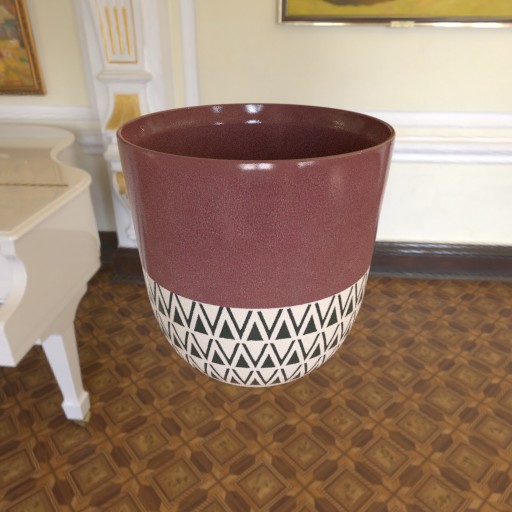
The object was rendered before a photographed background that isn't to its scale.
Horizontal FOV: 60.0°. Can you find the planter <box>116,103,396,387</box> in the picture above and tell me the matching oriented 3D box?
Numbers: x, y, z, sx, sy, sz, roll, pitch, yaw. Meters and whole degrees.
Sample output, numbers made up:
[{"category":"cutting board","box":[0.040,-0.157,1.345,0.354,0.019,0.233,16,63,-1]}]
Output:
[{"category":"planter","box":[0.000,0.000,0.369,0.195,0.214,0.195,0,28,0]}]
